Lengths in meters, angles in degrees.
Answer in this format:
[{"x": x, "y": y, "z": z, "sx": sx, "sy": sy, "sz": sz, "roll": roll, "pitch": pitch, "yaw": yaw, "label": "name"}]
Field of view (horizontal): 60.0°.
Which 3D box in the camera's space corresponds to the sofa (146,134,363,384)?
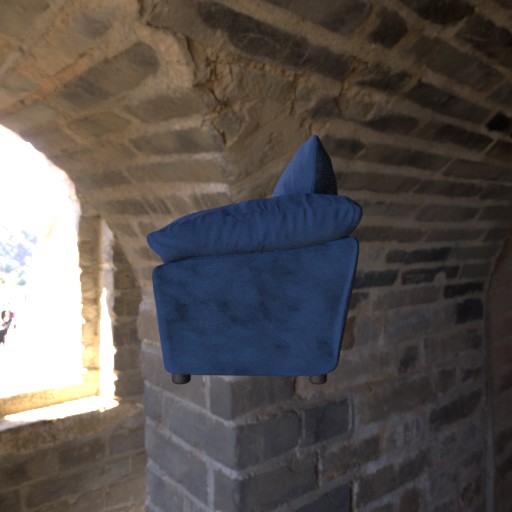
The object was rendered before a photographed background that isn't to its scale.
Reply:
[{"x": 0.000, "y": 0.000, "z": 2.915, "sx": 0.907, "sy": 1.091, "sz": 2.390, "roll": 0, "pitch": 2, "yaw": 0, "label": "sofa"}]
